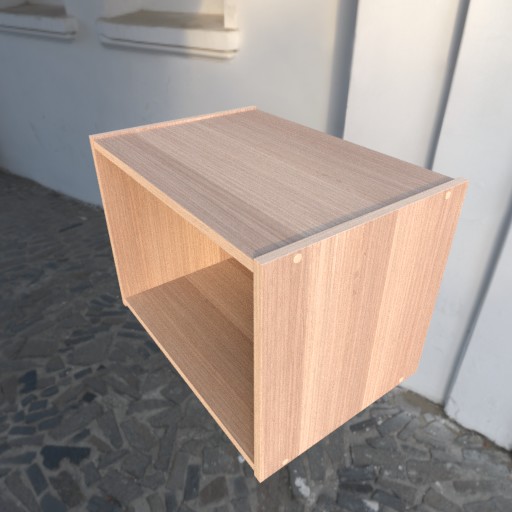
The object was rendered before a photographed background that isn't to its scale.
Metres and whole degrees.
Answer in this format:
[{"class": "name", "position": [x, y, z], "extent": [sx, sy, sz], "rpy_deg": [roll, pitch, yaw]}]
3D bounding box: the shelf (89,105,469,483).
[{"class": "shelf", "position": [0.000, 0.000, 0.647], "extent": [0.290, 0.305, 0.415], "rpy_deg": [-21, 38, -30]}]
